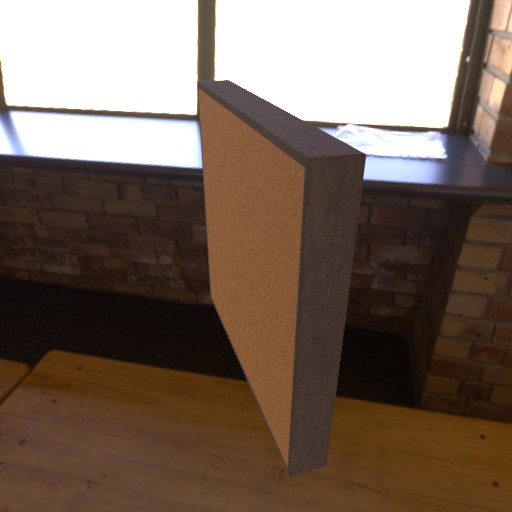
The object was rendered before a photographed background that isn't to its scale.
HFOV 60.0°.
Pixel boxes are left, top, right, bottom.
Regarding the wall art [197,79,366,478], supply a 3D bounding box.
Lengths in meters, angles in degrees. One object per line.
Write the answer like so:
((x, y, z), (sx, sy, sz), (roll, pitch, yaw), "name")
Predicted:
((0.000, 0.000, 0.463), (0.038, 0.302, 0.303), (-10, 32, -16), "wall art")
